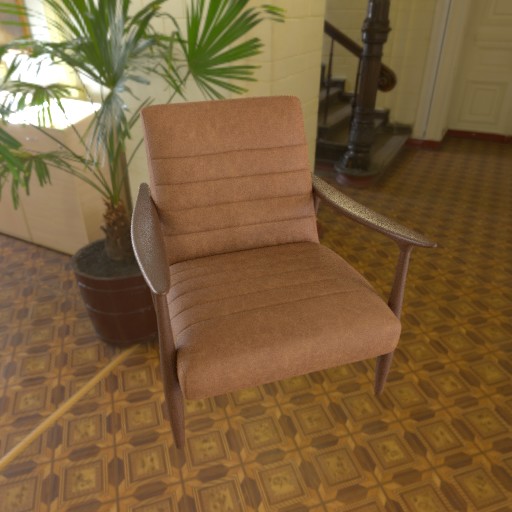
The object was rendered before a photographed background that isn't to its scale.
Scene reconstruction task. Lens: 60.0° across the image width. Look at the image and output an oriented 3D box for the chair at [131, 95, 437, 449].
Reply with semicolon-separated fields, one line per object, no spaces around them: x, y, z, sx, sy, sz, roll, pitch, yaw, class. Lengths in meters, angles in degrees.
0.000;0.000;1.413;0.741;0.832;0.798;-9;32;-15;chair
